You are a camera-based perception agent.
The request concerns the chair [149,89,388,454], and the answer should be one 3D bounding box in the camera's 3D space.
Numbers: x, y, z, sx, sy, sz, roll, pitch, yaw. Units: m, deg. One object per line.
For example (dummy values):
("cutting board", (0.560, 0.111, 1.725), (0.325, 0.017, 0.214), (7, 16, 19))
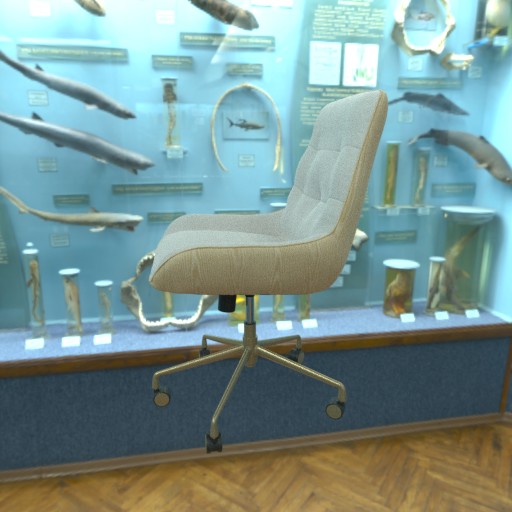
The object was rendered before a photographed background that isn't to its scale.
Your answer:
("chair", (0.000, 0.000, 1.357), (0.668, 0.952, 0.564), (-2, 14, -9))
